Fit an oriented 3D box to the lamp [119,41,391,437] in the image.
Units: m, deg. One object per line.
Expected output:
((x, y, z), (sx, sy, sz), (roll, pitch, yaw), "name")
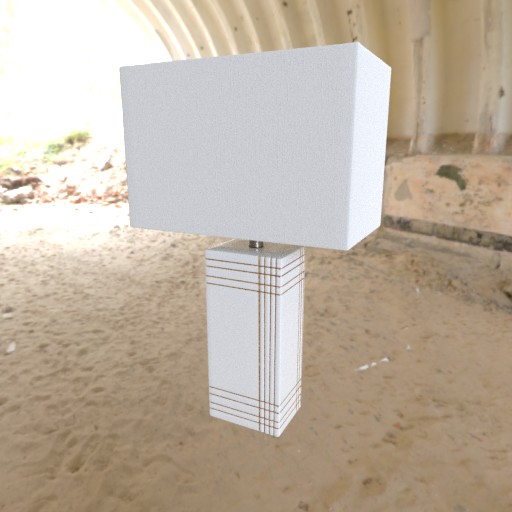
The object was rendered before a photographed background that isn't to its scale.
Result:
((0.000, 0.000, 0.682), (0.334, 0.543, 0.182), (7, 16, 26), "lamp")
